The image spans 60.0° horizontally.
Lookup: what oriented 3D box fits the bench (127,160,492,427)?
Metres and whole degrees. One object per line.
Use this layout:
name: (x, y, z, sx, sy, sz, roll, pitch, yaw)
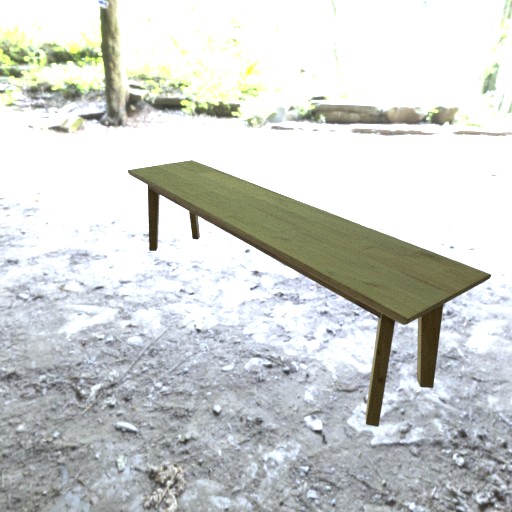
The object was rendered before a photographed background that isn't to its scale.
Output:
bench: (0.000, 0.000, 1.840, 0.378, 0.431, 1.698, -18, 31, -33)
